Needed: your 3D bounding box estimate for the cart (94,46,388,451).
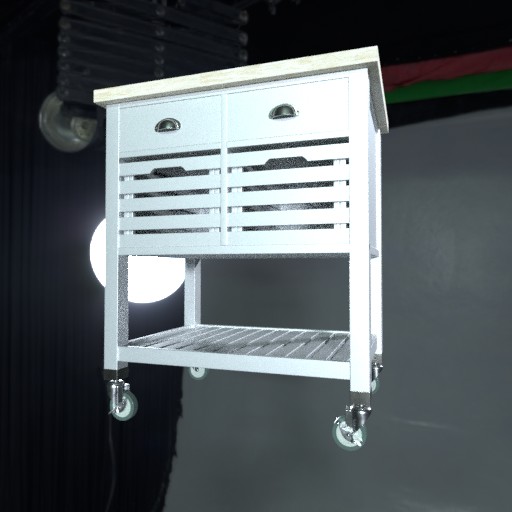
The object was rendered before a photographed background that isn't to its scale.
[{"bbox_3d":[0.000,0.000,1.360,0.762,0.914,0.559,-1,-2,19],"label":"cart"}]
